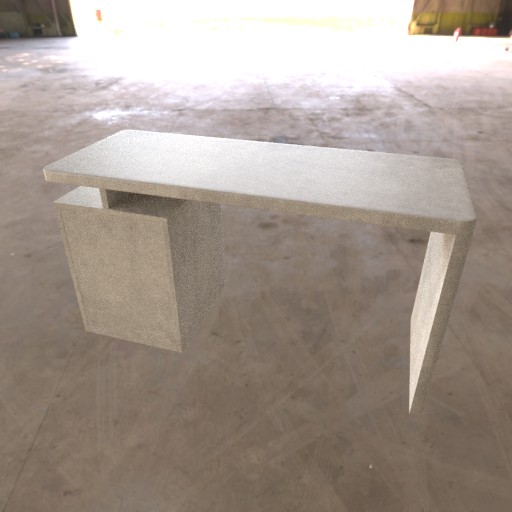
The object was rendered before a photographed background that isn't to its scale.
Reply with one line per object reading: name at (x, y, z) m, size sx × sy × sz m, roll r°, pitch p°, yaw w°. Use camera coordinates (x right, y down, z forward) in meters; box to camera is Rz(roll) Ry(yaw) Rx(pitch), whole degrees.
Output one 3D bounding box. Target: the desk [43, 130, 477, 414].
desk at (0.000, 0.000, 1.760) m, size 1.400 × 0.755 × 0.550 m, roll 9°, pitch 32°, yaw 15°
